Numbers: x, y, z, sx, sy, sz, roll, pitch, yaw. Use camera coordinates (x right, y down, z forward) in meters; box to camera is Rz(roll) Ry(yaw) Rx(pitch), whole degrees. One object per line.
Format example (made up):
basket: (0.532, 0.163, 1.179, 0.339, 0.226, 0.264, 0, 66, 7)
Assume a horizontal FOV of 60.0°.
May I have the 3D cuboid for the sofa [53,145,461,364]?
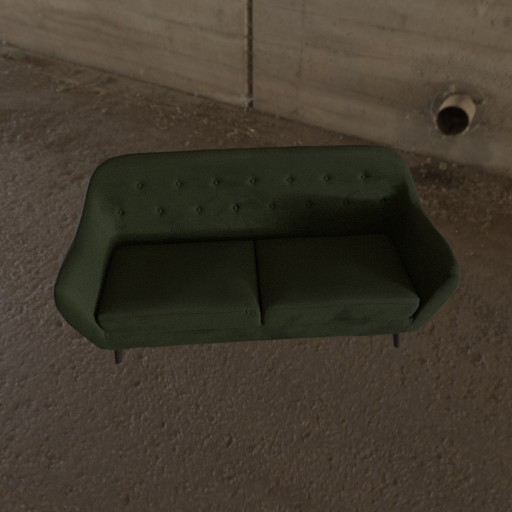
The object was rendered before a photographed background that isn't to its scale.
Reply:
sofa: (0.000, 0.000, 2.345, 1.840, 0.836, 0.820, -3, 45, -3)
